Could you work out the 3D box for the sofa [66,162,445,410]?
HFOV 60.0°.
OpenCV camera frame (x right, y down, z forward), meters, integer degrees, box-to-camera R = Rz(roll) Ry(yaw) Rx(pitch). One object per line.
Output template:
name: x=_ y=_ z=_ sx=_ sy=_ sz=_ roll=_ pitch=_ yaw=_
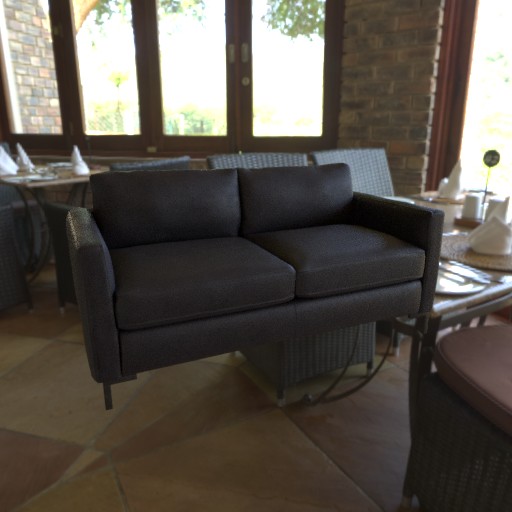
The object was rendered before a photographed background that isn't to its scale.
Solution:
sofa: x=0.000 y=0.000 z=2.340 sx=1.805 sy=0.883 sz=0.947 roll=-8 pitch=18 yaw=-25
